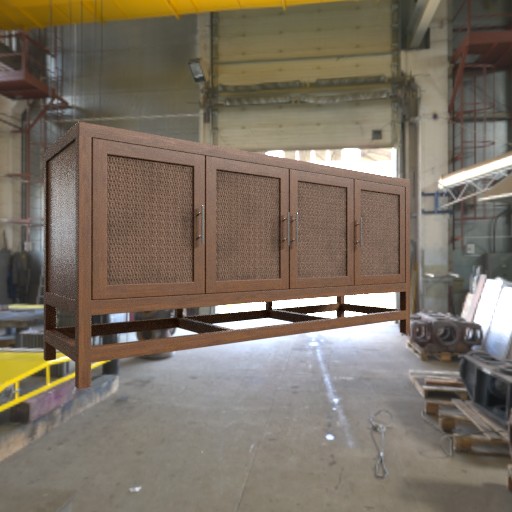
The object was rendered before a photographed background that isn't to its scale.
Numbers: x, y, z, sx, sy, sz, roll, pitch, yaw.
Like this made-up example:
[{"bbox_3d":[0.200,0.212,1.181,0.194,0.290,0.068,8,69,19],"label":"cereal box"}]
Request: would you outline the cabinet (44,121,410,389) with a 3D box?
[{"bbox_3d":[0.000,0.000,2.057,1.708,0.820,0.522,0,0,-37],"label":"cabinet"}]
